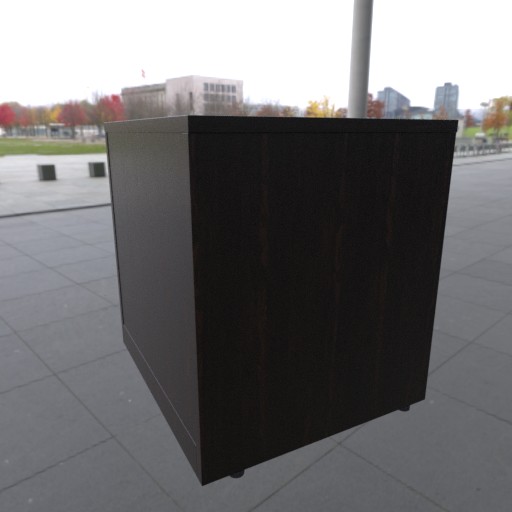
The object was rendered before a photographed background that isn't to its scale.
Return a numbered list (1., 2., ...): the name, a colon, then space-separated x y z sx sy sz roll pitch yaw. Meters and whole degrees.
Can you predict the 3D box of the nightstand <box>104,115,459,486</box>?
1. nightstand: 0.000 0.000 0.839 0.427 0.487 0.489 -8 18 -27
